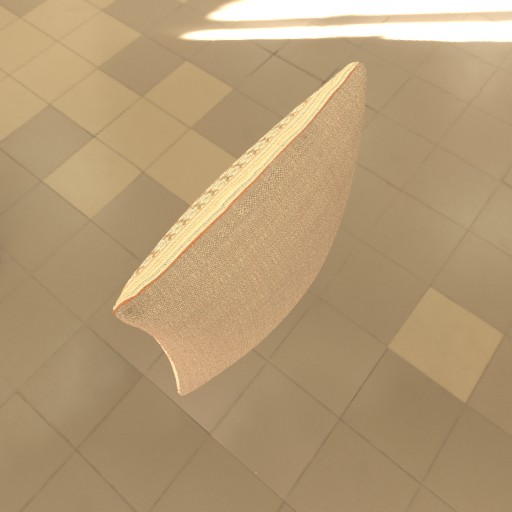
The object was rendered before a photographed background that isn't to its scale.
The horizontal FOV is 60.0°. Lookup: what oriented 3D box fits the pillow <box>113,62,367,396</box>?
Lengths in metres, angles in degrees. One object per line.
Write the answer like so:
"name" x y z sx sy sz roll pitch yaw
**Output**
"pillow" 0.000 0.000 0.803 0.215 0.519 0.521 35 69 16
